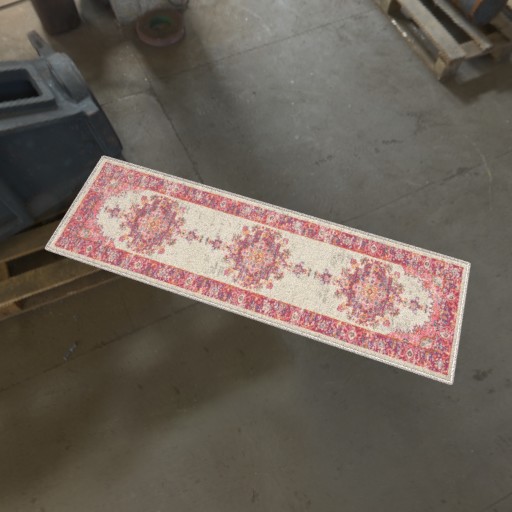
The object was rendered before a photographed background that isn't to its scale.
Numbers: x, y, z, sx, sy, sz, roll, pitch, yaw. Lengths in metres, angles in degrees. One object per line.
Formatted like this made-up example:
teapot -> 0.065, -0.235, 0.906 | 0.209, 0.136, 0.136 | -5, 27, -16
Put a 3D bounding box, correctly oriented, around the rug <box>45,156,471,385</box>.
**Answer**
rug -> 0.000, 0.000, 1.979 | 1.824, 0.009, 0.562 | 17, 65, 8
